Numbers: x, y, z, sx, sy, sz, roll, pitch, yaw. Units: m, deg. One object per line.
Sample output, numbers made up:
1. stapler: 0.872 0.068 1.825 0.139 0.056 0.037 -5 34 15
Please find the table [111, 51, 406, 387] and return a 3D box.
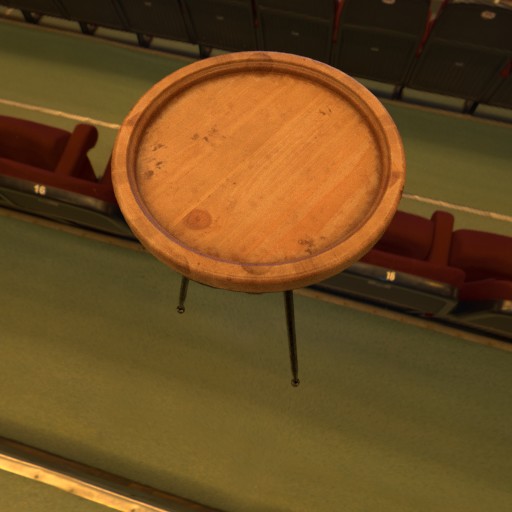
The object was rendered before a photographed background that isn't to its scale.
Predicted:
1. table: 0.000 0.000 0.912 0.418 0.664 0.414 14 63 7
